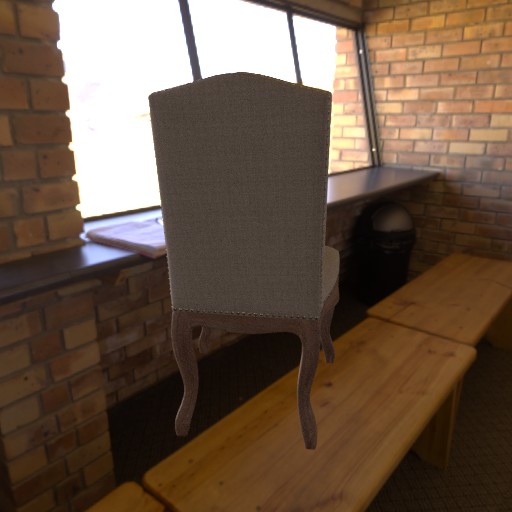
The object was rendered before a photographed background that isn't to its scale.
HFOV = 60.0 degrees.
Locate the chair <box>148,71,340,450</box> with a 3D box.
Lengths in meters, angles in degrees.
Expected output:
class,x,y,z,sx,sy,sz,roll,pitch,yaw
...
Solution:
class,x,y,z,sx,sy,sz,roll,pitch,yaw
chair,0.000,0.000,1.614,0.637,1.191,0.731,3,18,8
